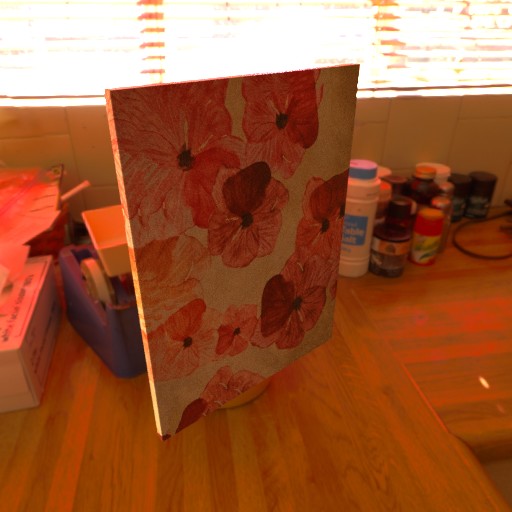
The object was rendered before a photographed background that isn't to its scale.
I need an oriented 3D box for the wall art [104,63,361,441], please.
[{"bbox_3d":[0.000,0.000,1.326,0.762,1.015,0.031,-22,36,-34],"label":"wall art"}]
